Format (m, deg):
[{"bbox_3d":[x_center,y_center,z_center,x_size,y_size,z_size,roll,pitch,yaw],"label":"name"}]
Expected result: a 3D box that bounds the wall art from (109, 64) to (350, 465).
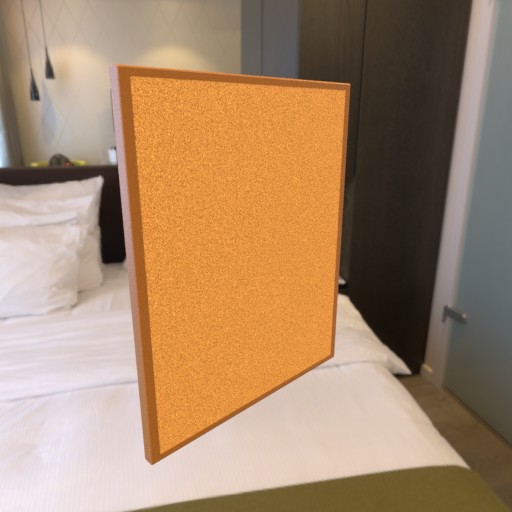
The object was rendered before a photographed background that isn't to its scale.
[{"bbox_3d":[0.000,0.000,0.503,0.310,0.379,0.015,-16,24,-42],"label":"wall art"}]
